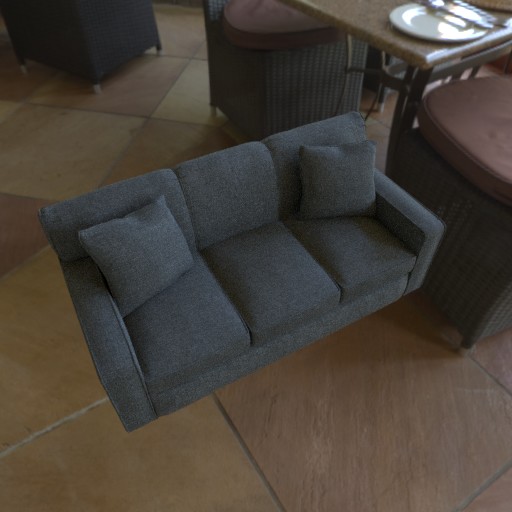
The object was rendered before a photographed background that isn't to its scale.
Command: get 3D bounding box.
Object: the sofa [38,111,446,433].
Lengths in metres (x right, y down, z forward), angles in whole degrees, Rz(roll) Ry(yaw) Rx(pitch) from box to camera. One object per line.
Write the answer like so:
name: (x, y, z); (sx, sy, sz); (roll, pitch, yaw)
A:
sofa: (0.000, 0.000, 2.589); (2.024, 0.958, 0.997); (-22, 50, -19)
